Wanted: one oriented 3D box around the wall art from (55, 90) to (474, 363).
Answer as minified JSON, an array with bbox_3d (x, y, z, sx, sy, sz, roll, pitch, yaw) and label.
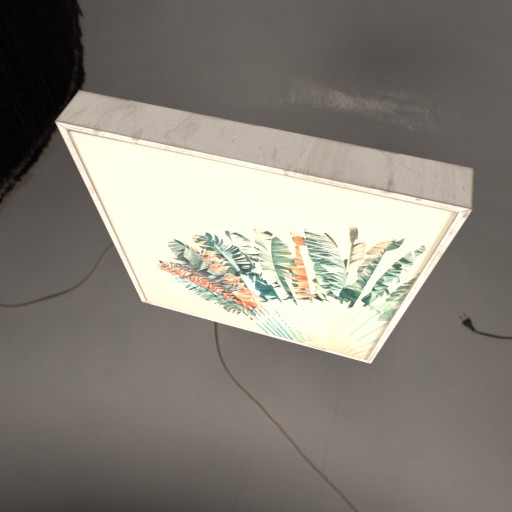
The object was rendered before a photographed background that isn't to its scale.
[{"bbox_3d":[0.000,0.000,0.449,0.305,0.303,0.038,14,59,9],"label":"wall art"}]
